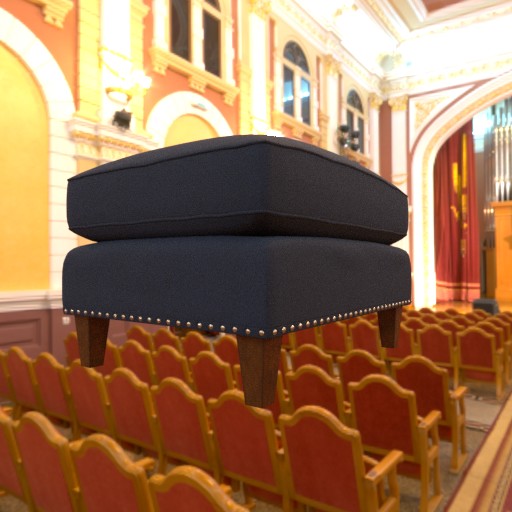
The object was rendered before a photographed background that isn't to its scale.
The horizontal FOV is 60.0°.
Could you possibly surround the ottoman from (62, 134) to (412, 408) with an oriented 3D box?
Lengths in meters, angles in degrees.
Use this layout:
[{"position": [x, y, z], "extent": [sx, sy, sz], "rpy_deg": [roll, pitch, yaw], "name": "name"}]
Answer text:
[{"position": [0.000, 0.000, 1.148], "extent": [0.584, 0.513, 0.741], "rpy_deg": [-1, -1, 36], "name": "ottoman"}]
